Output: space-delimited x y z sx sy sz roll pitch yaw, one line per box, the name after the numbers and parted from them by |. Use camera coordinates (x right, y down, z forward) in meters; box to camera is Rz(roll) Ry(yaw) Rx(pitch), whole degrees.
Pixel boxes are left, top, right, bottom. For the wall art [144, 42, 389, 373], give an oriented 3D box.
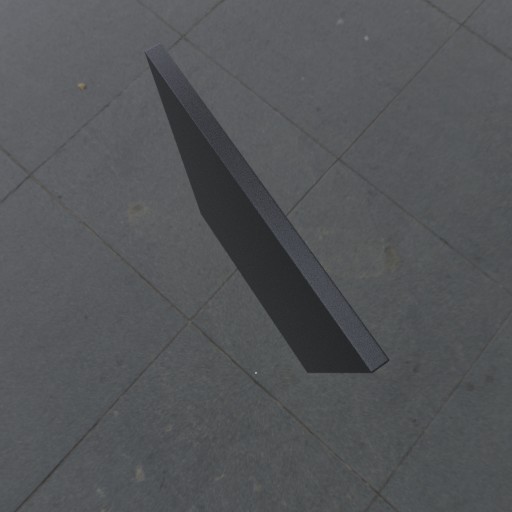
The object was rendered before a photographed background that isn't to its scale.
0.000 0.000 1.603 0.053 1.194 0.950 -33 78 -8 | wall art
